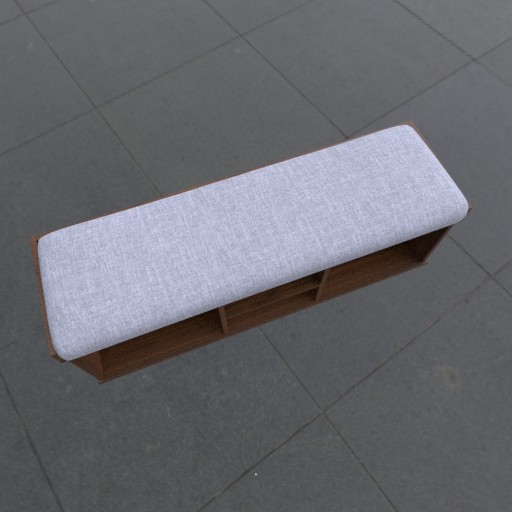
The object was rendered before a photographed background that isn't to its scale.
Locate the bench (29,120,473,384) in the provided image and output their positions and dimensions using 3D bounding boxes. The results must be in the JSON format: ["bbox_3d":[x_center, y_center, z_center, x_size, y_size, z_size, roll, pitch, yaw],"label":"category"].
[{"bbox_3d":[0.000,0.000,1.417,1.196,0.468,0.367,-19,65,-9],"label":"bench"}]
